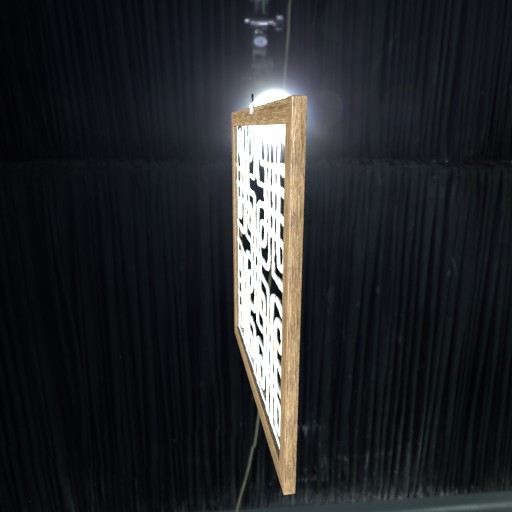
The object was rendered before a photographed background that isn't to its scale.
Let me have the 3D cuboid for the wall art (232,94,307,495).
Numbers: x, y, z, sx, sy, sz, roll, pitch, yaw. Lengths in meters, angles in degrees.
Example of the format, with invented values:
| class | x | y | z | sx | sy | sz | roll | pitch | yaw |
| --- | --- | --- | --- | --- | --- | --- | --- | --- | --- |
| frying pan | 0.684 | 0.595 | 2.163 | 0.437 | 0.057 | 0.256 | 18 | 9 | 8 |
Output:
| class | x | y | z | sx | sy | sz | roll | pitch | yaw |
| --- | --- | --- | --- | --- | --- | --- | --- | --- | --- |
| wall art | 0.000 | 0.000 | 0.846 | 0.021 | 0.582 | 0.561 | -3 | 16 | -10 |
